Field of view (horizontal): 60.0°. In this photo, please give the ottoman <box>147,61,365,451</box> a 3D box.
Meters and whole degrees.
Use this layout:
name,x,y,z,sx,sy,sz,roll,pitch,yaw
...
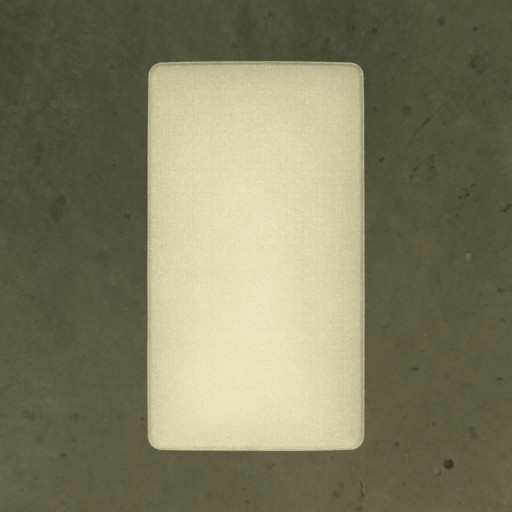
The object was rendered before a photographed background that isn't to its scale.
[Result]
name,x,y,z,sx,sy,sz,roll,pitch,yaw
ottoman,0.000,0.000,1.410,0.617,0.461,1.097,0,90,0
